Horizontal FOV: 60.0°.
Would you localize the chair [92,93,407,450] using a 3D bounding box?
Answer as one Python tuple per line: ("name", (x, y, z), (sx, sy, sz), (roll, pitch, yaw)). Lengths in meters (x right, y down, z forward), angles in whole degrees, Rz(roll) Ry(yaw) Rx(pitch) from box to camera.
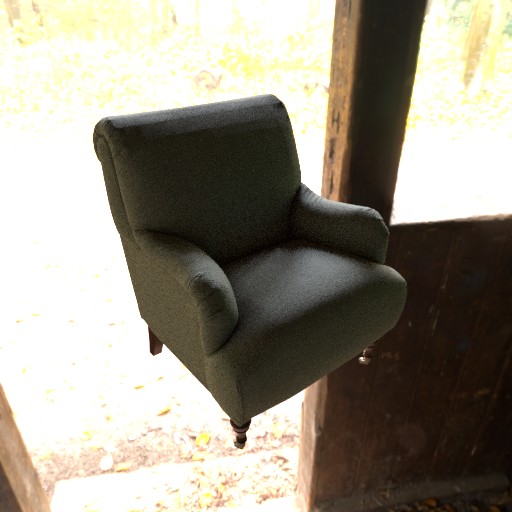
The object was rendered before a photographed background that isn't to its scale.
("chair", (0.000, 0.000, 1.961), (0.964, 1.178, 1.060), (-22, 36, -33))
